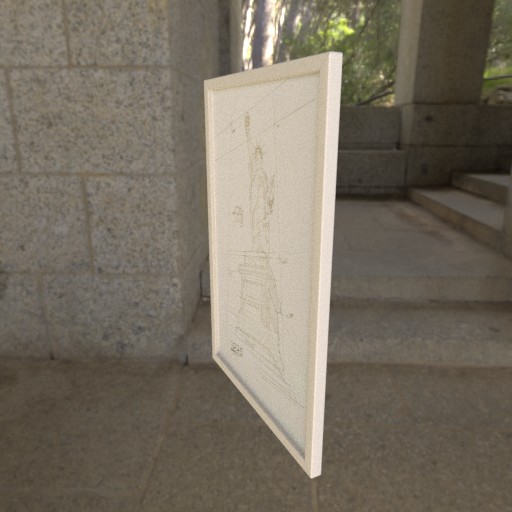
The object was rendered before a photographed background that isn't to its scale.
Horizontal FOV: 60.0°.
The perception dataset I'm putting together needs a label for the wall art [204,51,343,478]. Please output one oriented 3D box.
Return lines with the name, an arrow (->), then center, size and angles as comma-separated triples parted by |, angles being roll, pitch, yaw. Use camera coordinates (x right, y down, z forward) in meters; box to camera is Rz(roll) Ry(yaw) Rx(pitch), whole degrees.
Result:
wall art -> 0.000, 0.000, 1.044 | 0.026, 0.813, 0.556 | -8, 19, -26
